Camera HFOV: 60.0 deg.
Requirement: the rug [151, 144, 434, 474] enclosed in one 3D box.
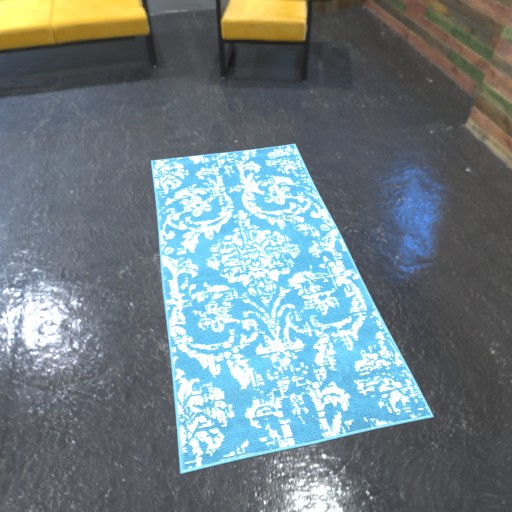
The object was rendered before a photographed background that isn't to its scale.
[{"bbox_3d":[0.000,0.000,1.422,0.604,0.007,1.219,-9,47,-8],"label":"rug"}]
